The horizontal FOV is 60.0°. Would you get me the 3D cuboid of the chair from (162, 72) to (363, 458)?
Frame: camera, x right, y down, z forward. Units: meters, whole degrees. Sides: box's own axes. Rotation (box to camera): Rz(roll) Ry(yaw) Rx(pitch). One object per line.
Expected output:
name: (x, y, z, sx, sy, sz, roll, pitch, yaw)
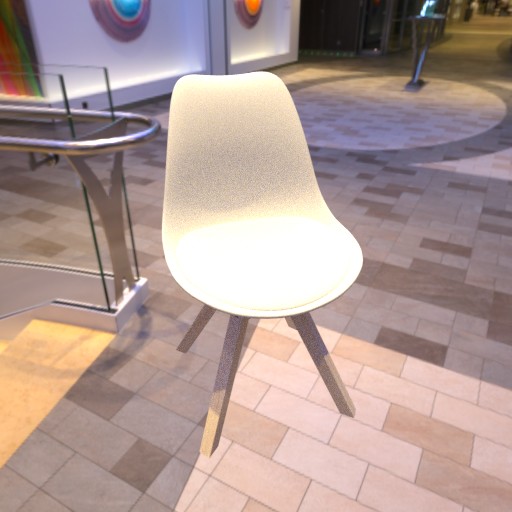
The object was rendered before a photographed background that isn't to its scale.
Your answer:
chair: (0.000, 0.000, 1.192, 0.485, 0.850, 0.550, -9, 31, -15)
